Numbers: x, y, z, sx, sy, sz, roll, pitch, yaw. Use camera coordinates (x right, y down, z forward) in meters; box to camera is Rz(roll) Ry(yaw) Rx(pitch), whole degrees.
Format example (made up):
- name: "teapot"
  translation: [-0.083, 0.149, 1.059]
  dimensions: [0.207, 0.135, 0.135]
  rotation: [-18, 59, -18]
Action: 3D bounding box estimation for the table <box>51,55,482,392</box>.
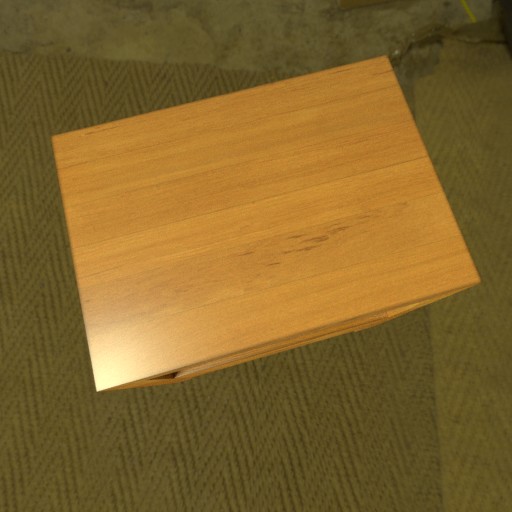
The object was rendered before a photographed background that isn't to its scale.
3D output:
- name: "table"
  translation: [0.000, 0.000, 0.946]
  dimensions: [0.550, 0.605, 0.400]
  rotation: [-15, 76, -4]
